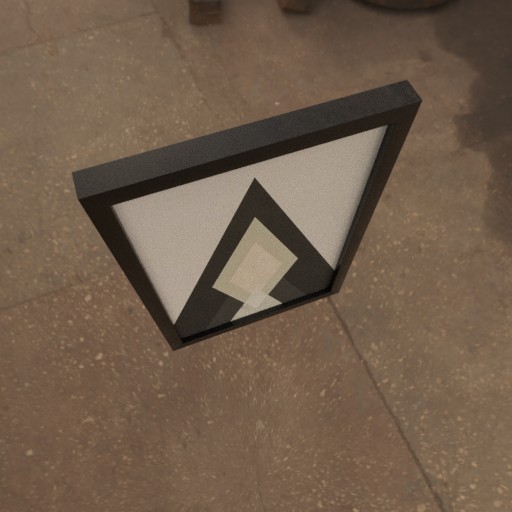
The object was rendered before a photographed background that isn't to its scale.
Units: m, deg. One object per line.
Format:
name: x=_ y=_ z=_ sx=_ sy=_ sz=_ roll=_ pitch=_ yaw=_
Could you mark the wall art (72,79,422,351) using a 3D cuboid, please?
wall art: x=0.000 y=0.000 z=0.587 sx=0.313 sy=0.457 sz=0.031 roll=-18 pitch=64 yaw=-9
